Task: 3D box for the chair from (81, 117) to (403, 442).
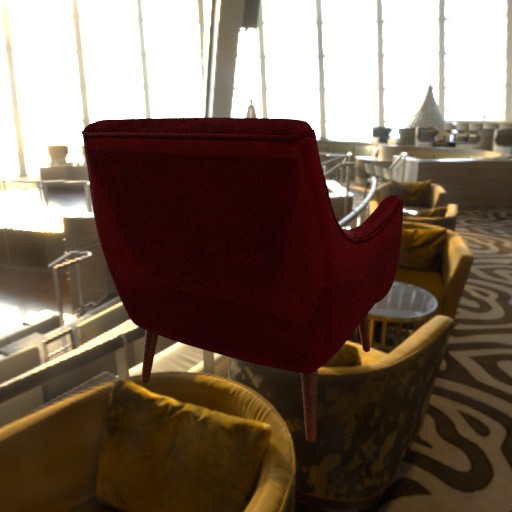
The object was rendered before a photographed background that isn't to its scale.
[{"bbox_3d":[0.000,0.000,1.414,0.762,0.838,0.787,9,19,27],"label":"chair"}]
